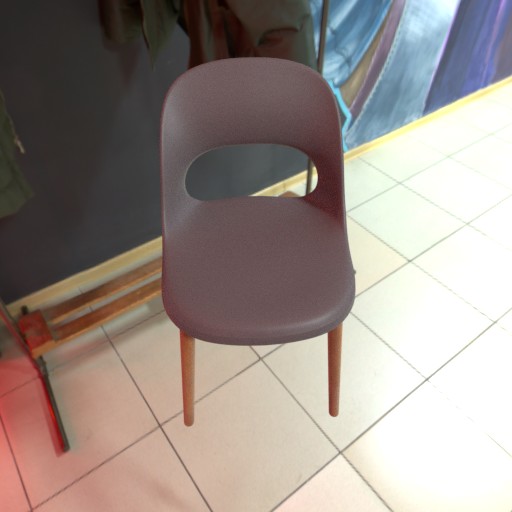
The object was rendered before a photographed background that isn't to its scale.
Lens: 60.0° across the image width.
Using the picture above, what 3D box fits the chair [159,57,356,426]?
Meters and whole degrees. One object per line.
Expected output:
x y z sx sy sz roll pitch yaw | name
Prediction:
0.000 0.000 1.150 0.470 0.795 0.556 -3 45 -3 | chair
